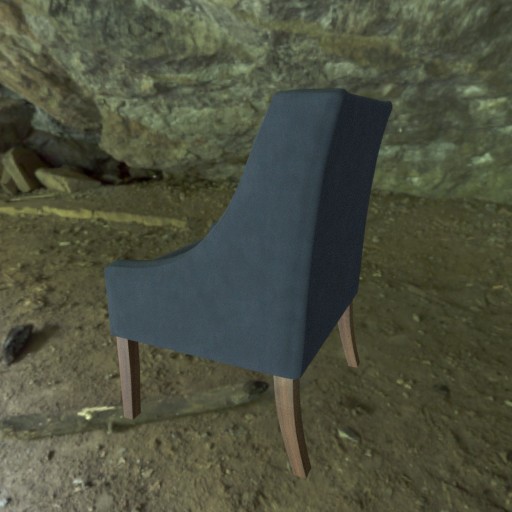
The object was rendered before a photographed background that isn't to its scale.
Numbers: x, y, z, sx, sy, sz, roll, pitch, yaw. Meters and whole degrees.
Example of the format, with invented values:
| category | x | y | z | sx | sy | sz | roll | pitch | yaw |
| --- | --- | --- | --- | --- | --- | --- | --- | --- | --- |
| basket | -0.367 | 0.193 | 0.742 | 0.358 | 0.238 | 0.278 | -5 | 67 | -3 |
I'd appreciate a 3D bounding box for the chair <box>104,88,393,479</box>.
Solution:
| category | x | y | z | sx | sy | sz | roll | pitch | yaw |
| --- | --- | --- | --- | --- | --- | --- | --- | --- | --- |
| chair | 0.000 | 0.000 | 1.317 | 0.629 | 0.895 | 0.629 | 8 | 18 | 24 |
